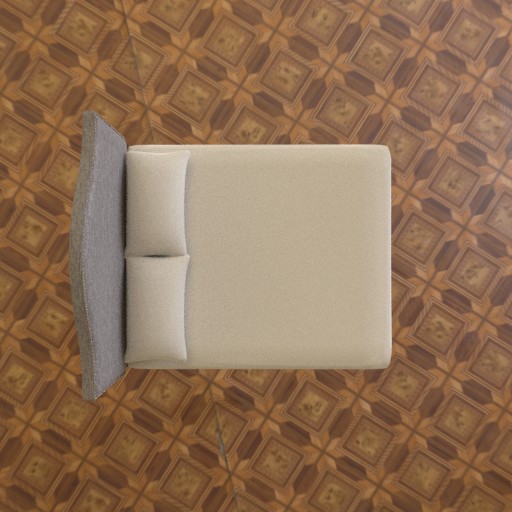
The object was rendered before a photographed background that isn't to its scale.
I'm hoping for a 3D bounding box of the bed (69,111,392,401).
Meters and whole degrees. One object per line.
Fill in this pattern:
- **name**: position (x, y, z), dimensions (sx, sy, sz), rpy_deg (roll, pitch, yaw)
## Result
- **bed**: position (0.000, 0.000, 2.862), dimensions (1.870, 1.295, 1.610), rpy_deg (0, 90, 0)
